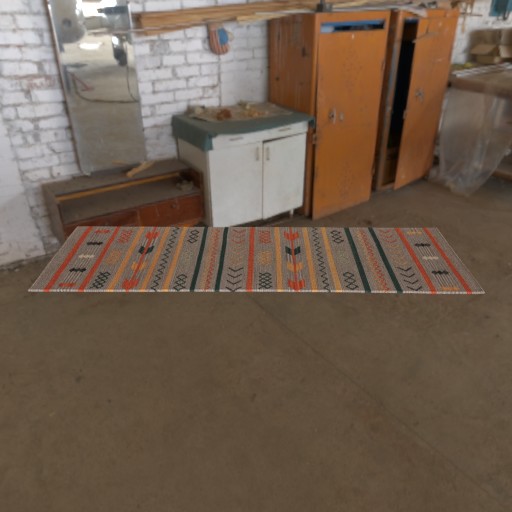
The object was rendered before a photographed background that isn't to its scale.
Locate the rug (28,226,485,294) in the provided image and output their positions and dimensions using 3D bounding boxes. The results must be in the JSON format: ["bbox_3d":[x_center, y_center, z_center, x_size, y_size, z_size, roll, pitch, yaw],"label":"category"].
[{"bbox_3d":[0.000,0.000,2.657,2.419,0.022,0.744,0,31,0],"label":"rug"}]
